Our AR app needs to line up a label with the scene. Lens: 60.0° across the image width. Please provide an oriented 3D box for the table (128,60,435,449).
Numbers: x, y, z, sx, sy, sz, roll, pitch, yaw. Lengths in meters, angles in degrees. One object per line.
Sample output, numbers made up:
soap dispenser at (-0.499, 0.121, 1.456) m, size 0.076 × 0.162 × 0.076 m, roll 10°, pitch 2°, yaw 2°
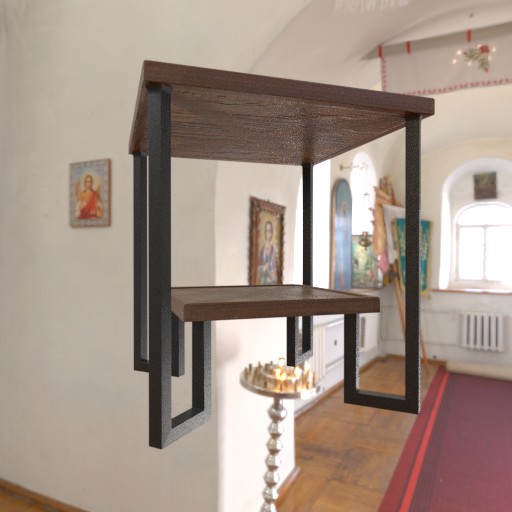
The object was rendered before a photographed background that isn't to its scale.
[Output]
table at (0.000, 0.000, 0.947) m, size 0.503 × 0.563 × 0.503 m, roll 0°, pitch 0°, yaw -18°
